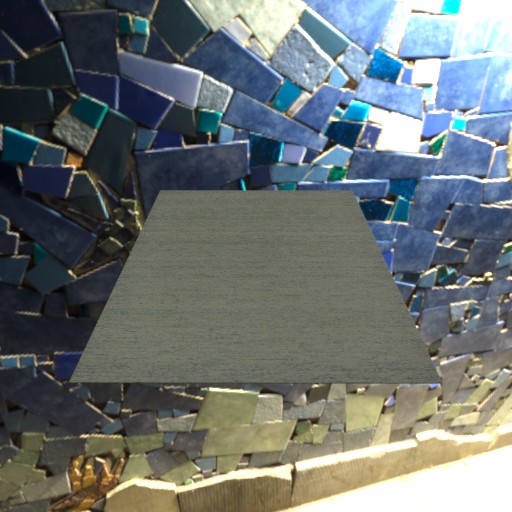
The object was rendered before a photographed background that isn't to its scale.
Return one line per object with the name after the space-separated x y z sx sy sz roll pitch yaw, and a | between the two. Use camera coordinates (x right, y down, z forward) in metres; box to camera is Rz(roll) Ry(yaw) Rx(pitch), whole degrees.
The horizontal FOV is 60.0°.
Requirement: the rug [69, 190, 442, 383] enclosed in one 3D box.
0.000 0.000 4.259 2.438 0.006 3.197 0 31 0 | rug
